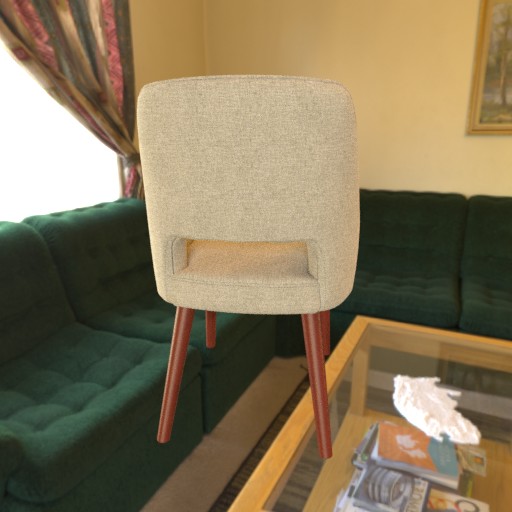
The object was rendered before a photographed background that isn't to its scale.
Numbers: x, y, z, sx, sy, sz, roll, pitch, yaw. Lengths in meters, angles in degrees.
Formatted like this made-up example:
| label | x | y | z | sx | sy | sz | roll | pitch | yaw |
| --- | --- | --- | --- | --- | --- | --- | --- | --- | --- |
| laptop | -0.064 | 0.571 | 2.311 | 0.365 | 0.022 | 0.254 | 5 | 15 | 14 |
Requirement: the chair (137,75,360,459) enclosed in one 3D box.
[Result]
| label | x | y | z | sx | sy | sz | roll | pitch | yaw |
| --- | --- | --- | --- | --- | --- | --- | --- | --- | --- |
| chair | 0.000 | 0.000 | 1.210 | 0.548 | 0.849 | 0.605 | 2 | 15 | 8 |
